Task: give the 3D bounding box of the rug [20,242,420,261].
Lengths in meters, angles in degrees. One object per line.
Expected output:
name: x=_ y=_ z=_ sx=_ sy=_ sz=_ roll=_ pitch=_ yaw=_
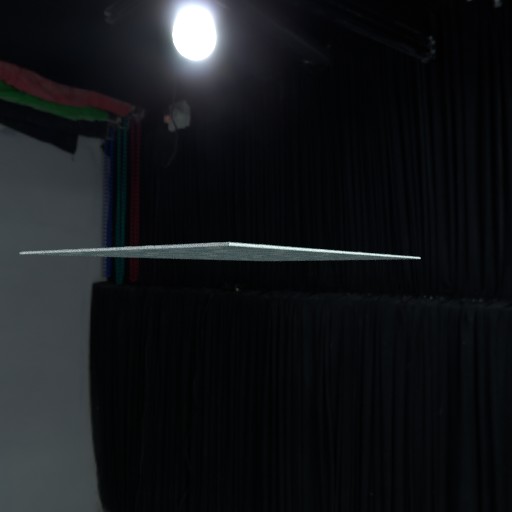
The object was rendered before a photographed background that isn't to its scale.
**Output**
rug: x=0.000 y=0.000 z=3.041 sx=1.528 sy=0.015 sz=2.443 roll=-1 pitch=-2 yaw=36
